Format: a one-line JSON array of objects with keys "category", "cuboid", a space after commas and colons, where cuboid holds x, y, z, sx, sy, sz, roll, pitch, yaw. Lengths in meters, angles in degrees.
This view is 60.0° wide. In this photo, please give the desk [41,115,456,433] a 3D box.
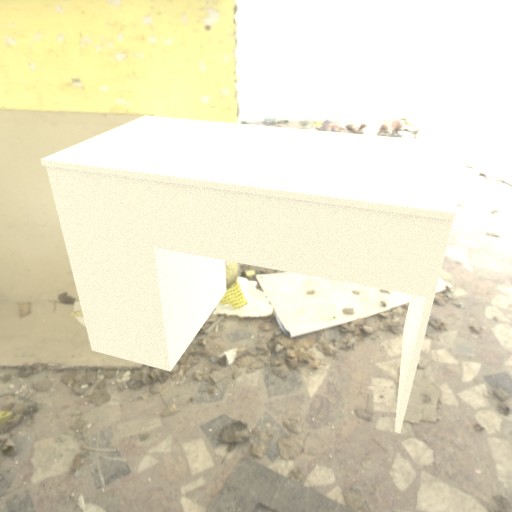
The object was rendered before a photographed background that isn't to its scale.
[{"category": "desk", "cuboid": [0.000, 0.000, 1.513, 1.097, 0.735, 0.560, 10, 32, 16]}]
